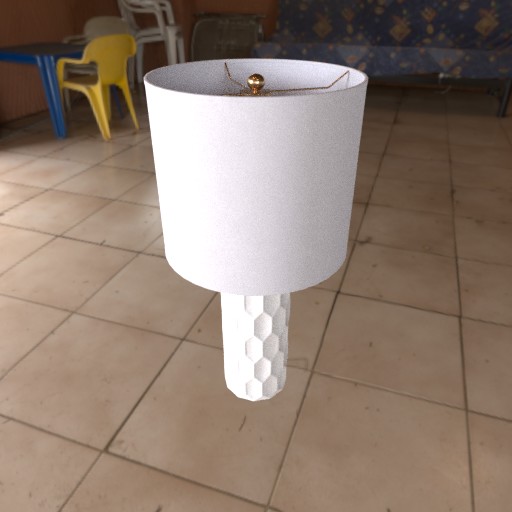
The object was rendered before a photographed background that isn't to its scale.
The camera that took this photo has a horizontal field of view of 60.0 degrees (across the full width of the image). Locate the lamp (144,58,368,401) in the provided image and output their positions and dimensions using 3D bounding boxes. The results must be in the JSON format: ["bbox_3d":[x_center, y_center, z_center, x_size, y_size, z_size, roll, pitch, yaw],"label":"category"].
[{"bbox_3d":[0.000,0.000,0.697,0.277,0.537,0.277,10,33,16],"label":"lamp"}]
